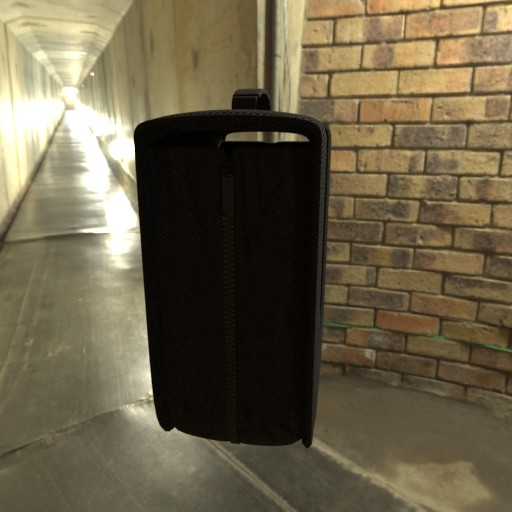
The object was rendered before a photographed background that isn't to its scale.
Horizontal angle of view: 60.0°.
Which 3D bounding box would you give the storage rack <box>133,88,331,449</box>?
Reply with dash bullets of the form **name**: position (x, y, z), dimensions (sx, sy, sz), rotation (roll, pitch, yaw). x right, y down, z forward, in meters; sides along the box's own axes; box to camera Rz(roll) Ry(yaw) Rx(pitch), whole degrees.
- **storage rack**: position (0.000, 0.000, 0.548), dimensions (0.168, 0.387, 0.297), rotation (3, 16, 10)
